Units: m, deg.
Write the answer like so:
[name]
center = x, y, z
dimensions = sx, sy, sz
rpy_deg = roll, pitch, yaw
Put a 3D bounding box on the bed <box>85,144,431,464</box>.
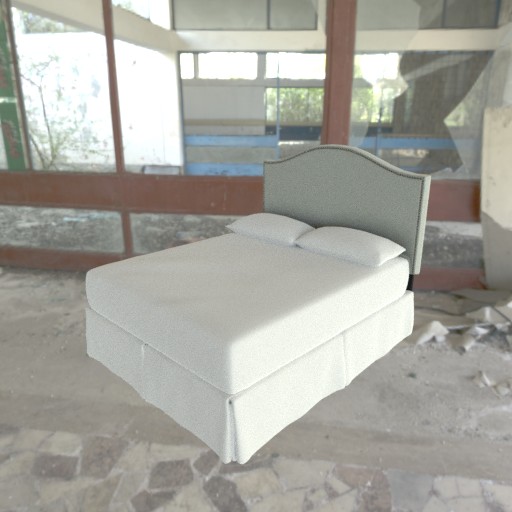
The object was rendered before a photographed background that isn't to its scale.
[bed]
center = 0.000, 0.000, 3.489
dimensions = 1.813, 1.607, 2.180
rpy_deg = 17, 24, 42
